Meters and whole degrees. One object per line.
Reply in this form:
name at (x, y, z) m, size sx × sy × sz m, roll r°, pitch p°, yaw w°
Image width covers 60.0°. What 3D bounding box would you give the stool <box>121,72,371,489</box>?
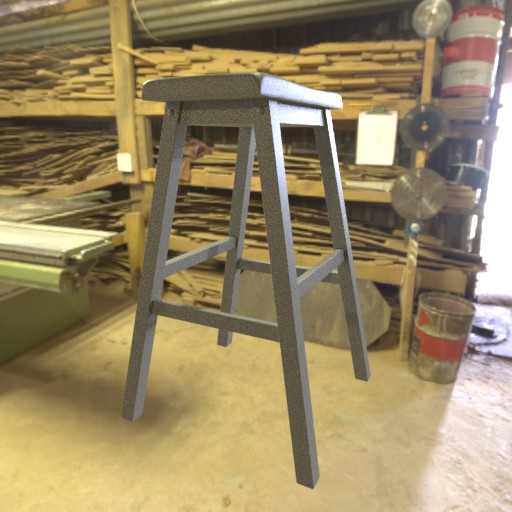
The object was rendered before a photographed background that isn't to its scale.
stool at (0.000, 0.000, 1.032) m, size 0.476 × 0.737 × 0.457 m, roll 8°, pitch 17°, yaw 26°
